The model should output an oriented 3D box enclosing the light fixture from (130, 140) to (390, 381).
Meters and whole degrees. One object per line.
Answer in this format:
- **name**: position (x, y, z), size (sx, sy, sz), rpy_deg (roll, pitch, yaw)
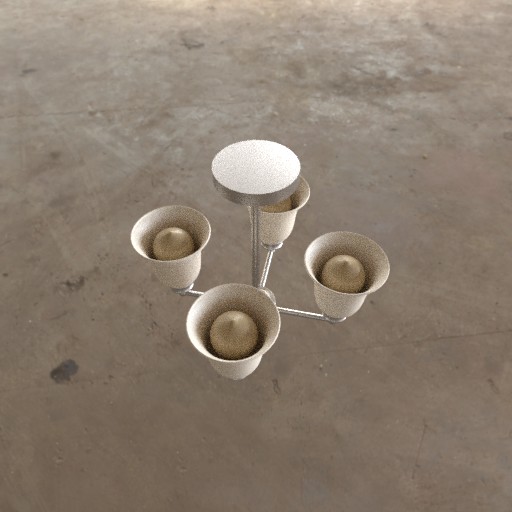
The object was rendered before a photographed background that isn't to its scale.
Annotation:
- **light fixture**: position (0.000, 0.000, 0.740), size (0.427, 0.370, 0.427), rpy_deg (10, 49, 8)
